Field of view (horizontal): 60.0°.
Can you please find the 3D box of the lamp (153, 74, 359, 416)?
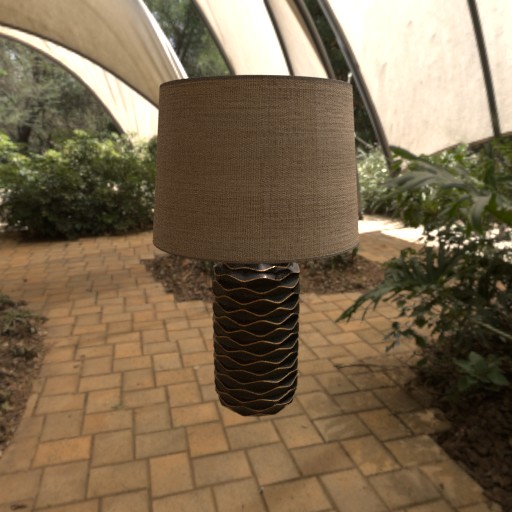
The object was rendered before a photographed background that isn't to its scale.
[{"bbox_3d":[0.000,0.000,0.835,0.376,0.594,0.376,0,14,0],"label":"lamp"}]
